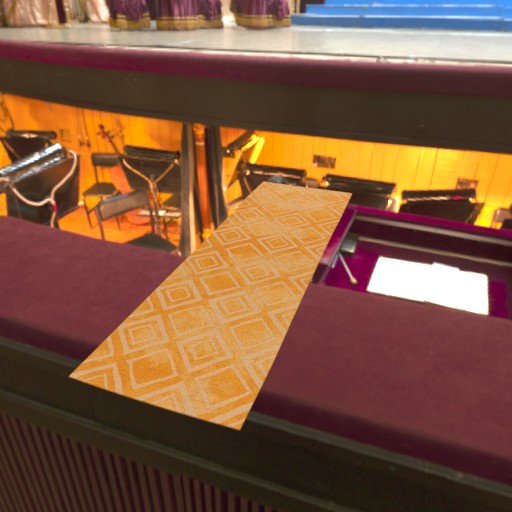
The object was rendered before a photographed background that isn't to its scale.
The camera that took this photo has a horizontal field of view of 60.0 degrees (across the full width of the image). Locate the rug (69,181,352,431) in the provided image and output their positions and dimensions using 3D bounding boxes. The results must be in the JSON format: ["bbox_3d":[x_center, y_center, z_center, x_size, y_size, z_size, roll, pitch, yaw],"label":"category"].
[{"bbox_3d":[0.000,0.000,2.707,0.775,0.010,2.438,10,32,17],"label":"rug"}]
